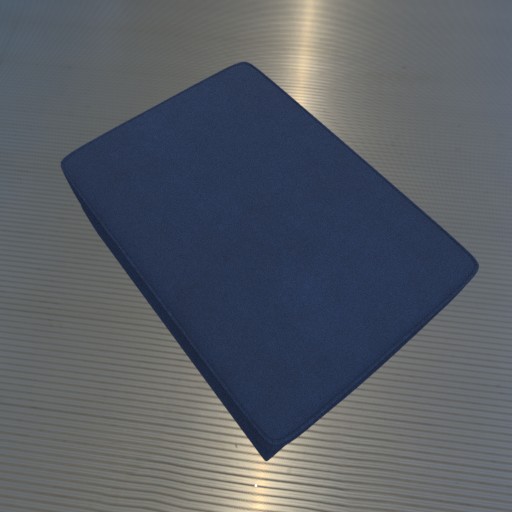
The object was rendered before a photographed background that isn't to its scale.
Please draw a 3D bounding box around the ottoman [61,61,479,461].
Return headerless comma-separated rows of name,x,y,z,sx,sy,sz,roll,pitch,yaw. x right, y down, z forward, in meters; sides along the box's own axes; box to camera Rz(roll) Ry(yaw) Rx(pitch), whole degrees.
ottoman,0.000,0.000,1.374,0.686,0.584,0.965,-35,68,-17
